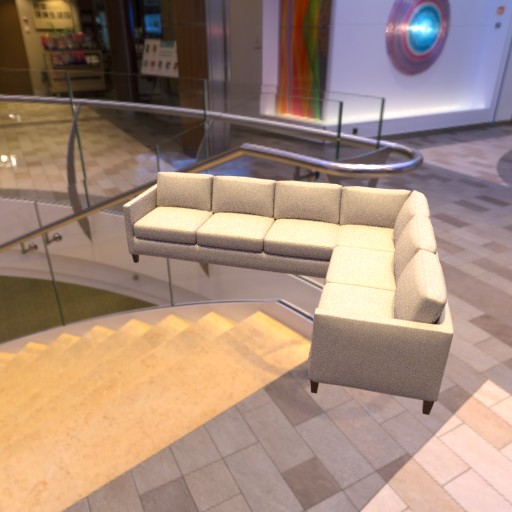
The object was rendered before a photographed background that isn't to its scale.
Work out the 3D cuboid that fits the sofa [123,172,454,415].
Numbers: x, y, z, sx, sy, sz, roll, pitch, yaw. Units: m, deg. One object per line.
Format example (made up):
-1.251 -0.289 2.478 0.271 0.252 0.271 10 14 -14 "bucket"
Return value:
0.000 0.000 4.390 3.333 0.934 2.522 7 27 14 "sofa"
